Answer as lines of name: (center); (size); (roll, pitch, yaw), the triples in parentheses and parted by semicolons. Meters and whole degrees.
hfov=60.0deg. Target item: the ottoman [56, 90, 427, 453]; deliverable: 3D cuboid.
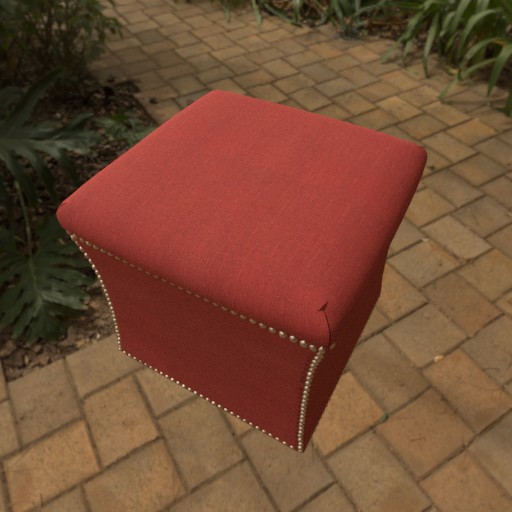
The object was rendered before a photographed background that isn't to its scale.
ottoman: (0.000, 0.000, 0.921); (0.507, 0.475, 0.497); (22, 50, 20)
